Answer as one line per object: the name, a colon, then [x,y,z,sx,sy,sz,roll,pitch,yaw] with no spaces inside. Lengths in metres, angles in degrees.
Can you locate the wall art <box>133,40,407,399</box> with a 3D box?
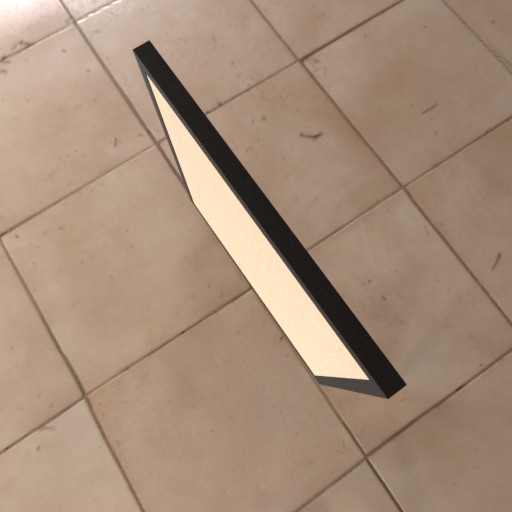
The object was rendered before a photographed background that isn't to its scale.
wall art: [0.000,0.000,0.451,0.015,0.304,0.306,-34,78,-8]
